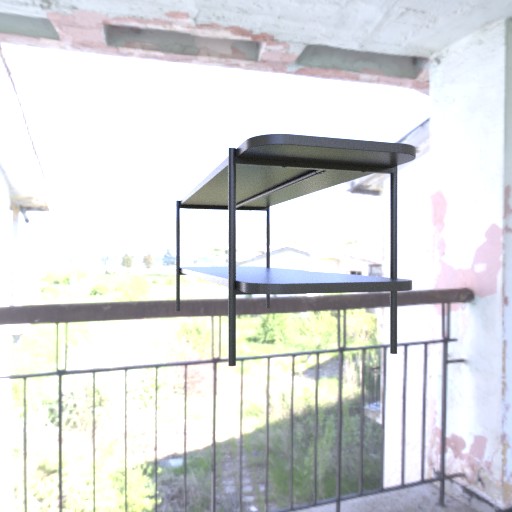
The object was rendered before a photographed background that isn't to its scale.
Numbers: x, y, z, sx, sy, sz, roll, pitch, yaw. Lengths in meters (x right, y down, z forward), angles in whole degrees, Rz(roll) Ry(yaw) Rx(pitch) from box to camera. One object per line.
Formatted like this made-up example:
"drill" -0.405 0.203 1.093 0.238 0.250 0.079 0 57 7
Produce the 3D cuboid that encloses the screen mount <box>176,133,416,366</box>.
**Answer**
"screen mount" 0.000 0.000 1.411 0.400 0.447 1.200 0 0 -17
